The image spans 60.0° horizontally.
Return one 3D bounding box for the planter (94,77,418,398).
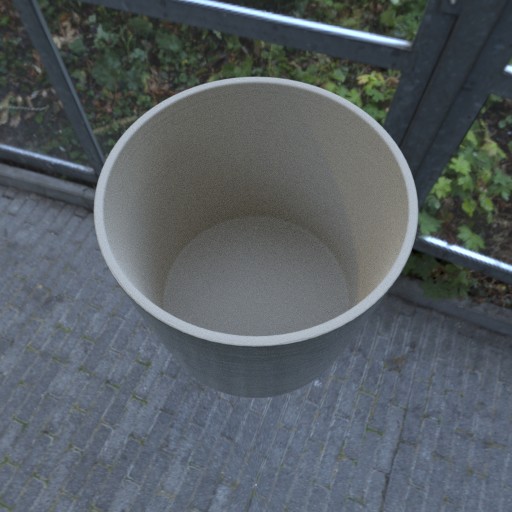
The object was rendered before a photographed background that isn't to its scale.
[{"bbox_3d":[0.000,0.000,0.395,0.221,0.201,0.221,0,63,0],"label":"planter"}]
